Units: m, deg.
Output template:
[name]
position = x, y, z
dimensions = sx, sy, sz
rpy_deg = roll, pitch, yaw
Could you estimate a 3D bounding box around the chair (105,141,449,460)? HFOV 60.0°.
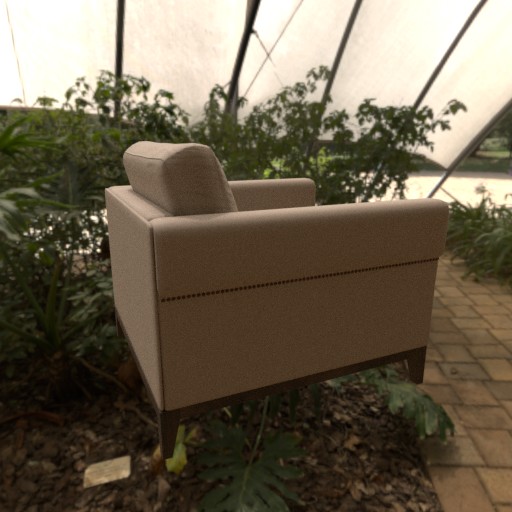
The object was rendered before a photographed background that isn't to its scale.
[chair]
position = 0.000, 0.000, 1.675
dimensions = 0.959, 0.838, 0.914
rpy_deg = -7, 16, -24
